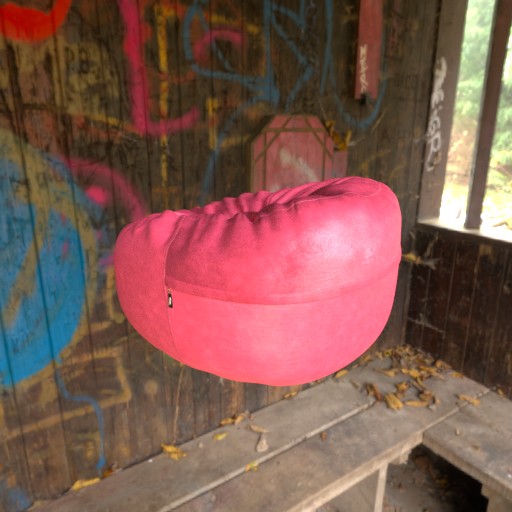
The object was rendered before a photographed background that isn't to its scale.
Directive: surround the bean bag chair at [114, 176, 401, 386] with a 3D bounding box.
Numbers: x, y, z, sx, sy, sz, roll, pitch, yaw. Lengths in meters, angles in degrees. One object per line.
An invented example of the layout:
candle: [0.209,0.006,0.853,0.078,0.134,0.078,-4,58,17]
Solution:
bean bag chair: [0.000,0.000,2.459,1.524,0.878,1.524,9,19,26]
